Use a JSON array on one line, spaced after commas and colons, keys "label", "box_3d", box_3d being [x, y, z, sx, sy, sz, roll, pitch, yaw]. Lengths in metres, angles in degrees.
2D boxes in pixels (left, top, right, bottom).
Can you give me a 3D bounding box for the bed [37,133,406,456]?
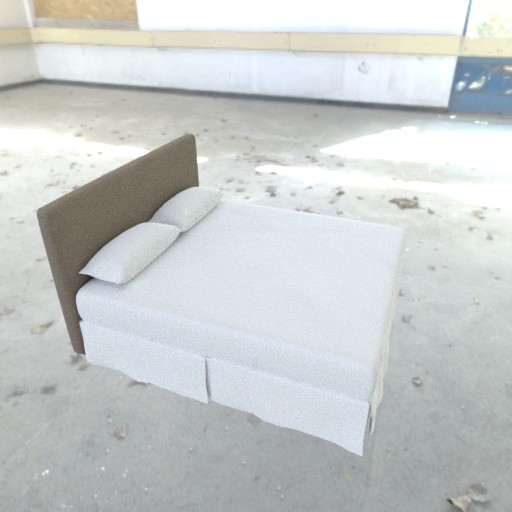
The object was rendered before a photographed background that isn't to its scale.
[{"label": "bed", "box_3d": [0.000, 0.000, 3.636, 2.341, 1.317, 2.119, 11, 32, 18]}]
